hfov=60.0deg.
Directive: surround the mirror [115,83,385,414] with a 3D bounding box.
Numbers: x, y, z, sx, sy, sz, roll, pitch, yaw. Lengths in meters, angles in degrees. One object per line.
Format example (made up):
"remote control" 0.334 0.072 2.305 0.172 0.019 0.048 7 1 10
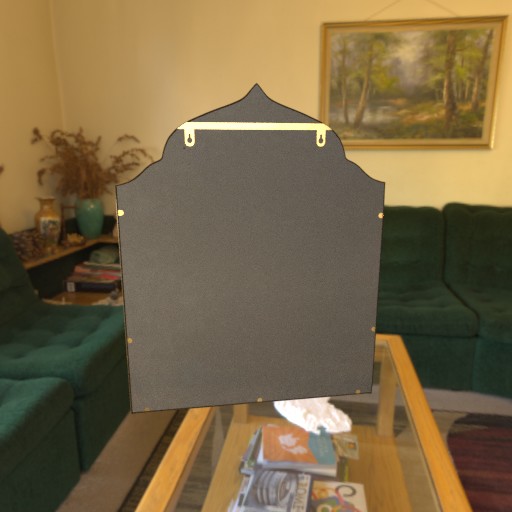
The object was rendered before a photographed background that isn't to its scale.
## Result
"mirror" 0.000 0.000 0.867 0.513 0.635 0.018 -2 13 -9
